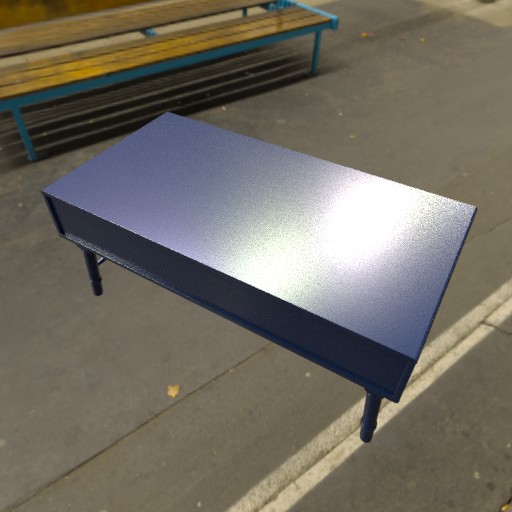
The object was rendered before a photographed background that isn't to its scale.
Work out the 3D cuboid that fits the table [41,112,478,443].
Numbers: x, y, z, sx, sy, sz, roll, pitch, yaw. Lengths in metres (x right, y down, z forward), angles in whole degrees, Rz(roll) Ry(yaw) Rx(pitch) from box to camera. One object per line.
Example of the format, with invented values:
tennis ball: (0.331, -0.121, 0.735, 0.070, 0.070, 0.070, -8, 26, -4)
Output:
table: (0.000, 0.000, 1.376, 1.067, 0.457, 0.572, 23, 49, 22)
